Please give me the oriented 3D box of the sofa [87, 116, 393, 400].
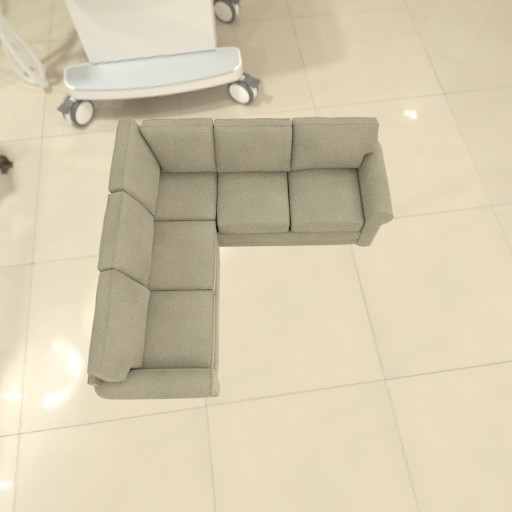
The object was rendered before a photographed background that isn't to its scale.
[{"bbox_3d":[0.000,0.000,4.031,2.562,1.053,2.487,-1,65,0],"label":"sofa"}]
